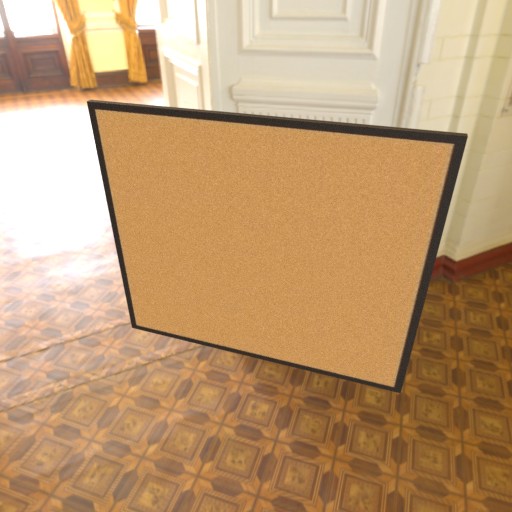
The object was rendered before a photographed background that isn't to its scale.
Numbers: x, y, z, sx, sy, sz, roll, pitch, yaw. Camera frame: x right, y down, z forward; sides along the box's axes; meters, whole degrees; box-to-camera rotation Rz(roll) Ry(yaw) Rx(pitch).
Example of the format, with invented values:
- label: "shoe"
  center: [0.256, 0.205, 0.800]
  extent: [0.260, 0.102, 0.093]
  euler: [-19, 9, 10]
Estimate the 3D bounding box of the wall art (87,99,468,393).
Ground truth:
- label: "wall art"
  center: [0.000, 0.000, 1.400]
  extent: [1.033, 0.875, 0.023]
  euler: [10, 34, 15]
